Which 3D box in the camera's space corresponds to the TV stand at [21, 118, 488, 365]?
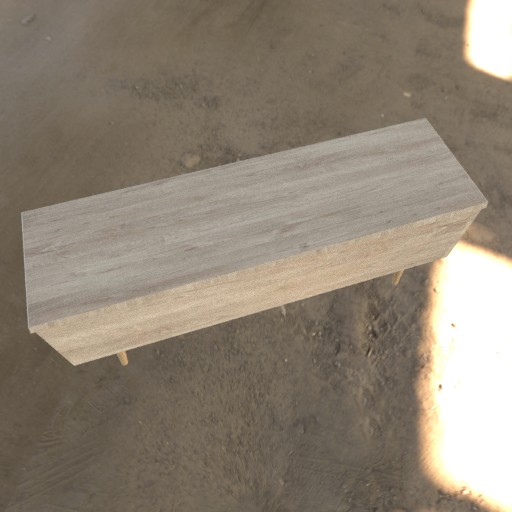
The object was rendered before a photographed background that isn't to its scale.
[{"bbox_3d":[0.000,0.000,1.540,1.313,0.565,0.401,-15,60,-9],"label":"TV stand"}]
